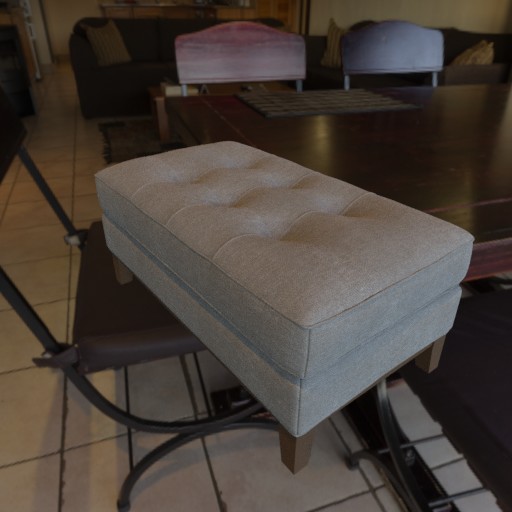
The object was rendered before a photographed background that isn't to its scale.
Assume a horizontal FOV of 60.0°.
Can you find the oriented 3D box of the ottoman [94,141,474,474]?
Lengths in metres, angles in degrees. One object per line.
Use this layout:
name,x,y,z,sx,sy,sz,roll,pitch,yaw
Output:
ottoman,0.000,0.000,1.470,0.648,0.514,1.143,-21,36,-32
